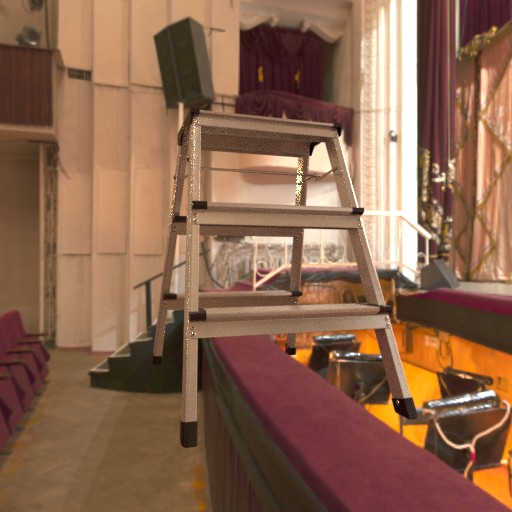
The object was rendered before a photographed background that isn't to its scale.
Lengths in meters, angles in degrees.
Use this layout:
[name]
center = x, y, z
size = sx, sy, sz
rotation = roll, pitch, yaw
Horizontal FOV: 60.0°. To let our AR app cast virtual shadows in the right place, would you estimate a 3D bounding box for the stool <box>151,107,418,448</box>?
[stool]
center = 0.000, 0.000, 1.052
size = 0.437, 0.605, 0.622
rotation = 0, -1, -18
